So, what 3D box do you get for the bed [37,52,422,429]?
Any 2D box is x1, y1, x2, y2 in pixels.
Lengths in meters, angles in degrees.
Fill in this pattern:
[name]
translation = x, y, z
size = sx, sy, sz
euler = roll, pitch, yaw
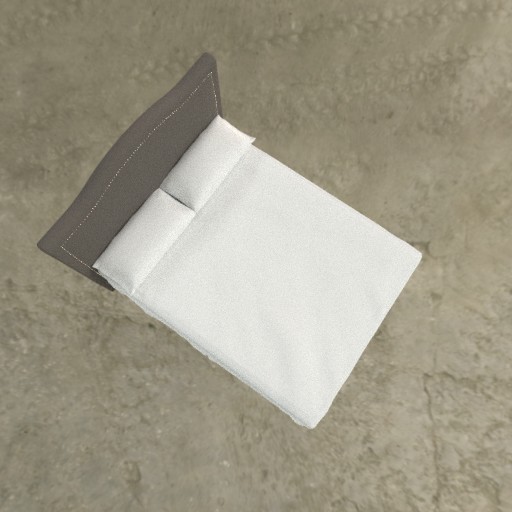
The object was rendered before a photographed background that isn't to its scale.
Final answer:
[bed]
translation = 0.000, 0.000, 3.198
size = 2.036, 1.387, 1.666
euler = 34, 77, 9
